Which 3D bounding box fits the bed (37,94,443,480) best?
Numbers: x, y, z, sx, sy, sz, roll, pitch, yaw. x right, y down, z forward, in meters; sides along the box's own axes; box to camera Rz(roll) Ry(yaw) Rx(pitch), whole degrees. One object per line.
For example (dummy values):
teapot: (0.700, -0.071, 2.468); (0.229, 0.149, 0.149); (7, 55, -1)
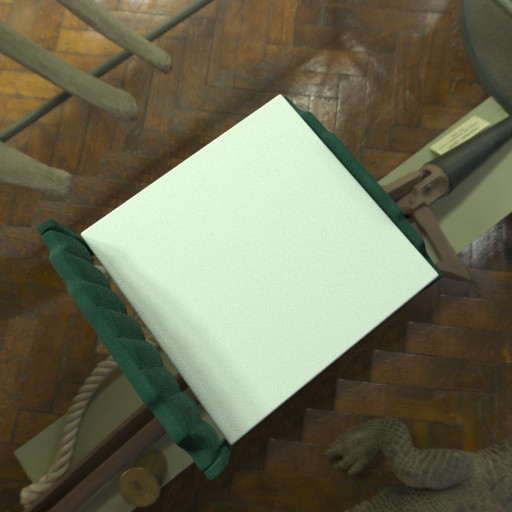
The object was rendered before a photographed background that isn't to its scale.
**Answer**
bed: (0.000, 0.000, 3.473); (2.340, 1.245, 2.074); (-37, 80, -8)
